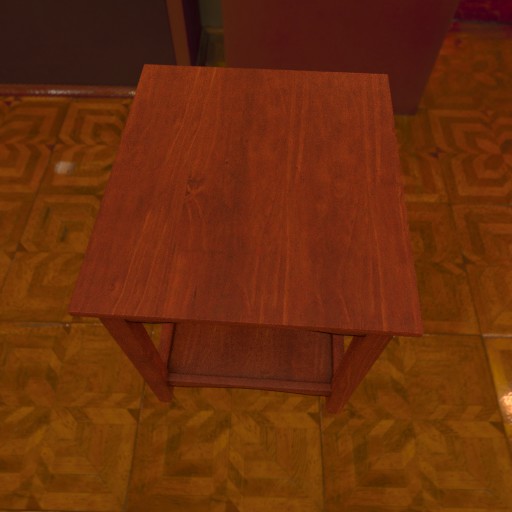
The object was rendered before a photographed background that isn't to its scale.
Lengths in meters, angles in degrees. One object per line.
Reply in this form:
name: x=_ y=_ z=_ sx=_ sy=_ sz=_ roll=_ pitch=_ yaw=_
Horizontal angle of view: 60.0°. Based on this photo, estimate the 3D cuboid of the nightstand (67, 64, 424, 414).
nightstand: x=0.000 y=0.000 z=1.000 sx=0.501 sy=0.558 sz=0.558 roll=3 pitch=59 yaw=2
